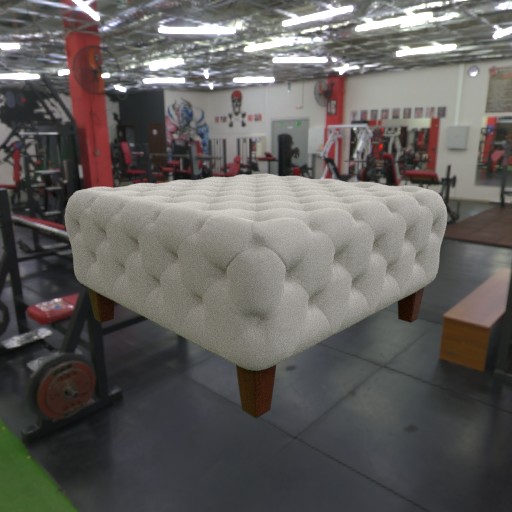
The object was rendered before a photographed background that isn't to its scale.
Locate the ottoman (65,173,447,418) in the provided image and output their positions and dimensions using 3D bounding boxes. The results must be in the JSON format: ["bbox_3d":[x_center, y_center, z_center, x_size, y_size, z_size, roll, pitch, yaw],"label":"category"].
[{"bbox_3d":[0.000,0.000,1.222,0.753,0.376,0.755,15,21,43],"label":"ottoman"}]
